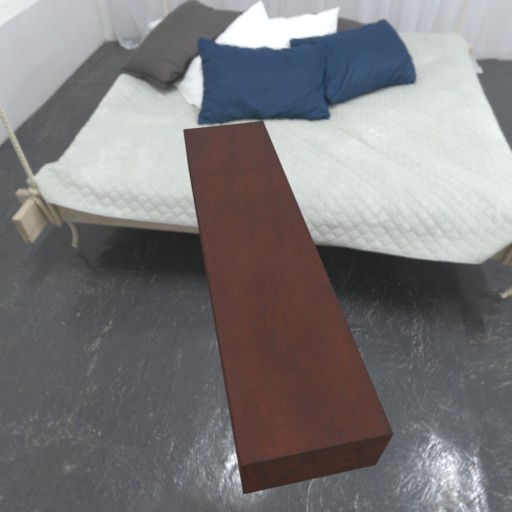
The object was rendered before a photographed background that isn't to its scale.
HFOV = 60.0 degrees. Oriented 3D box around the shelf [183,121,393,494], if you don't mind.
[{"bbox_3d":[0.000,0.000,0.660,0.152,0.088,0.607,-8,47,-8],"label":"shelf"}]
